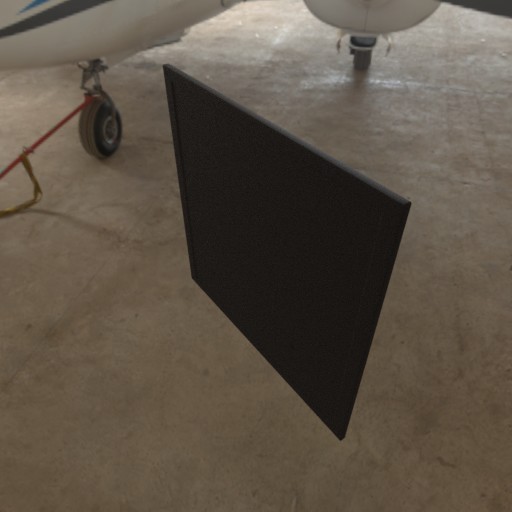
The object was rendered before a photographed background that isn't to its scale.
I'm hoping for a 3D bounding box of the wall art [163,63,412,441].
[{"bbox_3d":[0.000,0.000,0.844,0.012,0.558,0.562,-27,48,-27],"label":"wall art"}]
